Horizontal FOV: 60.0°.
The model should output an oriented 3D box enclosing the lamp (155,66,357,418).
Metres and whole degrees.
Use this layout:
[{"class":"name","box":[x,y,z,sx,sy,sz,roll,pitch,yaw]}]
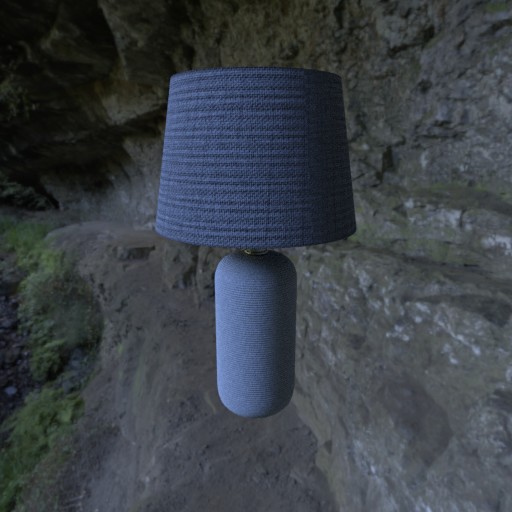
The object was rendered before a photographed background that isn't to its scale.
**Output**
[{"class":"lamp","box":[0.000,0.000,0.577,0.251,0.429,0.251,0,15,0]}]
